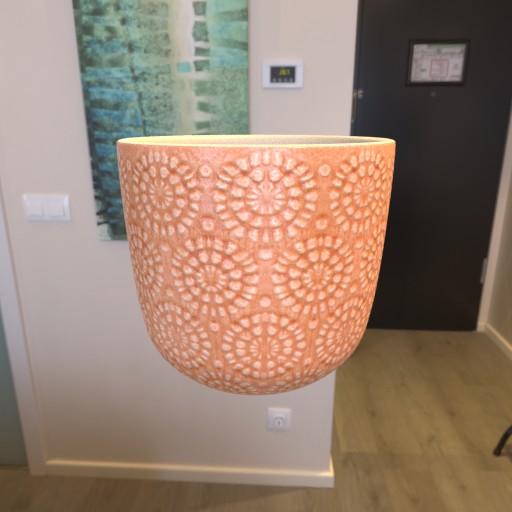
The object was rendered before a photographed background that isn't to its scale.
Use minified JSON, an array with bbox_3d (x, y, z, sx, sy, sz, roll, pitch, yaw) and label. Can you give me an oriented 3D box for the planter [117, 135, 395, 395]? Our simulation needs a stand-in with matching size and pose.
[{"bbox_3d":[0.000,0.000,0.371,0.208,0.190,0.208,0,17,0],"label":"planter"}]
